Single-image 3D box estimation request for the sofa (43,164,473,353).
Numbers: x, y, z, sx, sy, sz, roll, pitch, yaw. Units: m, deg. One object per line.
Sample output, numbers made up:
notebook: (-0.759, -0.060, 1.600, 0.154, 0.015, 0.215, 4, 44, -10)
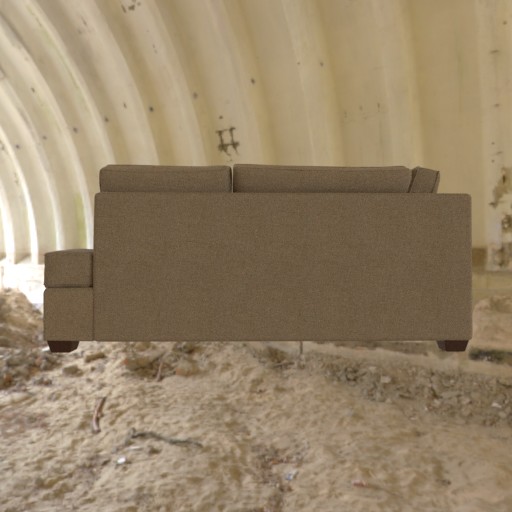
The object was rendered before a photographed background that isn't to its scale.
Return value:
sofa: (0.000, 0.000, 2.815, 2.238, 1.019, 1.110, 0, -1, -1)
